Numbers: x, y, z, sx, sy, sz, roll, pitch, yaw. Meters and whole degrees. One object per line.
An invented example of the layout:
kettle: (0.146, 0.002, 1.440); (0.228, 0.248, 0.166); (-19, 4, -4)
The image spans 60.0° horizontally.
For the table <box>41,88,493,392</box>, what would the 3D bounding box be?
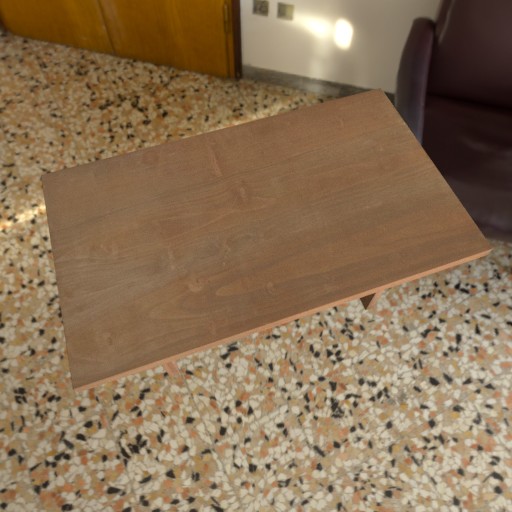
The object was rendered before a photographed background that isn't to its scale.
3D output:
table: (0.000, 0.000, 2.141); (1.609, 0.780, 0.946); (-17, 63, -9)
